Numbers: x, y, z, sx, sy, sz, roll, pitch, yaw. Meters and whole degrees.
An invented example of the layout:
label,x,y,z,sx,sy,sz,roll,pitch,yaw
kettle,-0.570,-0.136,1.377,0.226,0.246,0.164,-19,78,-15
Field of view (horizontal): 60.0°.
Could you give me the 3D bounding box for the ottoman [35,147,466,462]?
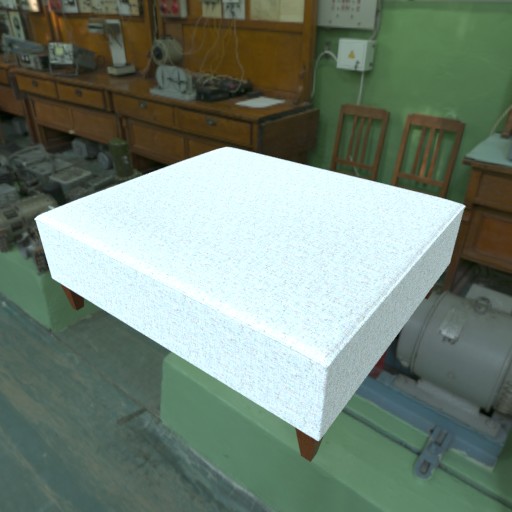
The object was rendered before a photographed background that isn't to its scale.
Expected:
label,x,y,z,sx,sy,sz,roll,pitch,yaw
ottoman,0.000,0.000,1.203,0.835,0.303,0.736,22,37,31
